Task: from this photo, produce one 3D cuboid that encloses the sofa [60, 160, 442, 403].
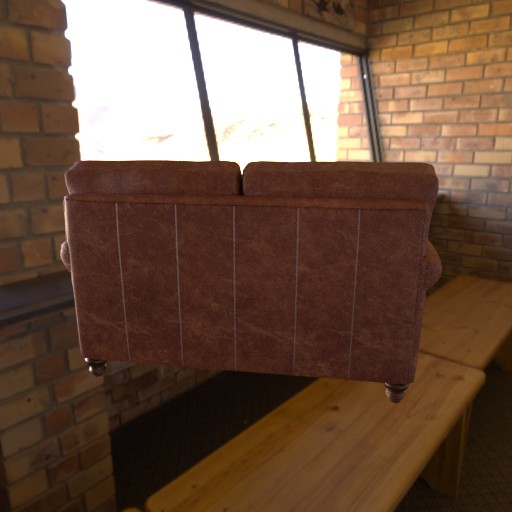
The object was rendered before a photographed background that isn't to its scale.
[{"bbox_3d":[0.000,0.000,2.226,1.616,0.967,0.990,2,15,9],"label":"sofa"}]
